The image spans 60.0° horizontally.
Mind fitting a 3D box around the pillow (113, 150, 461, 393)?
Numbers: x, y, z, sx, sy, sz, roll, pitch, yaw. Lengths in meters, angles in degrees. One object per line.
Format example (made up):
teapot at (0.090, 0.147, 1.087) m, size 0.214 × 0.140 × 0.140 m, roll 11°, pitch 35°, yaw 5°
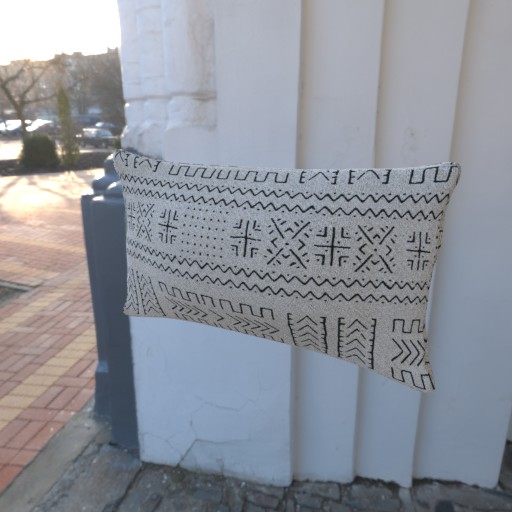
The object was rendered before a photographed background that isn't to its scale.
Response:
pillow at (0.000, 0.000, 0.788) m, size 0.637 × 0.352 × 0.188 m, roll 9°, pitch 19°, yaw 27°
